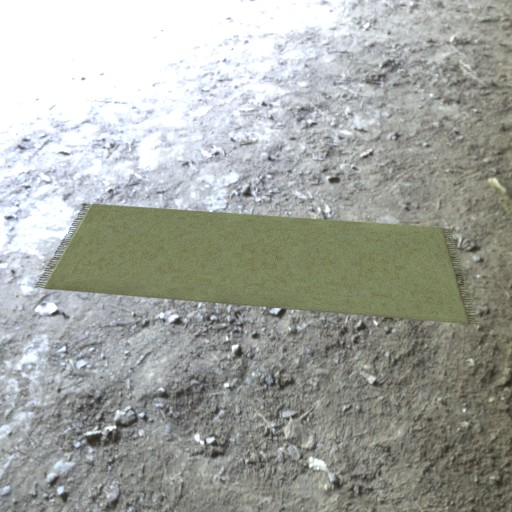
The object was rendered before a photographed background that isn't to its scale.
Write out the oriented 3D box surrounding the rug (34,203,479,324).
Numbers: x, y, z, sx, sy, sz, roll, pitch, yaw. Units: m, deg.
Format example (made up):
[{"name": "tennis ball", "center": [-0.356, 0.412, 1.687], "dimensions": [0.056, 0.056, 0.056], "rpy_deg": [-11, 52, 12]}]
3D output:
[{"name": "rug", "center": [0.000, 0.000, 2.797], "dimensions": [2.544, 0.015, 0.795], "rpy_deg": [4, 46, 4]}]
